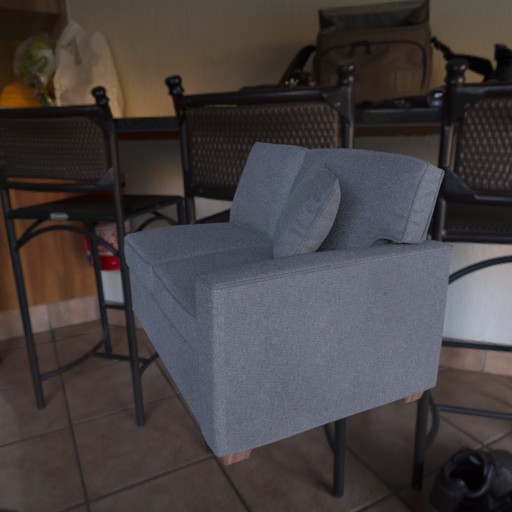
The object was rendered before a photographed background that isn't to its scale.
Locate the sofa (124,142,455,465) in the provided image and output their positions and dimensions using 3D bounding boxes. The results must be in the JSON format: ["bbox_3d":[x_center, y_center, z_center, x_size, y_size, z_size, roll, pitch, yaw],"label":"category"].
[{"bbox_3d":[0.000,0.000,2.062,0.991,0.989,1.388,-8,18,-25],"label":"sofa"}]
